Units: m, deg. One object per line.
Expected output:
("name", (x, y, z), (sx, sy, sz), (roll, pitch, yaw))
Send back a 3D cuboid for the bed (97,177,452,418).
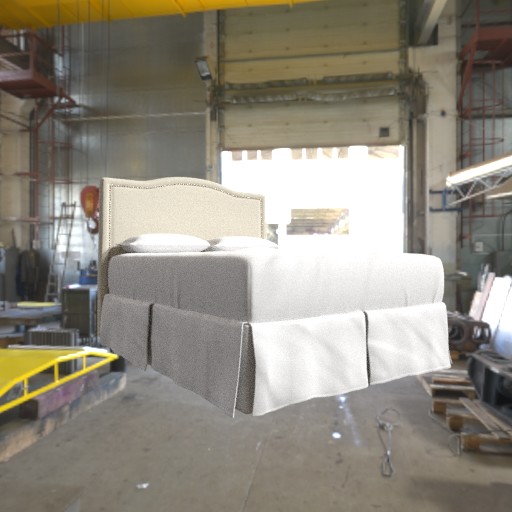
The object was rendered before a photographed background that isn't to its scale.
("bed", (0.000, 0.000, 3.267), (1.741, 1.449, 2.196), (0, 0, -36))
